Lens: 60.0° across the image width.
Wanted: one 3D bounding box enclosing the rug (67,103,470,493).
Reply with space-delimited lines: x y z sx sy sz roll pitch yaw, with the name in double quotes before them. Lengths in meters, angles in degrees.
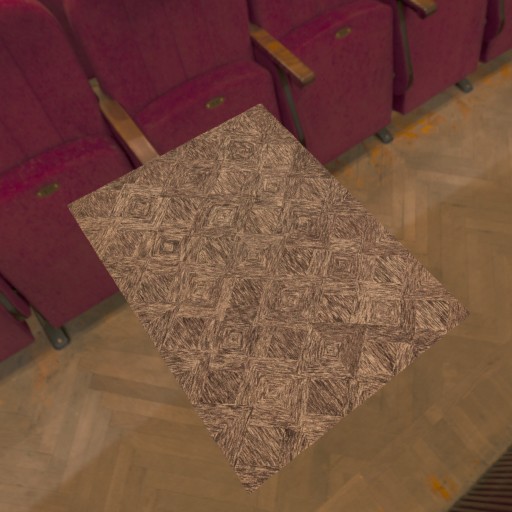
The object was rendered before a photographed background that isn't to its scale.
"rug" 0.000 0.000 4.235 2.448 0.017 3.204 -33 67 -16
